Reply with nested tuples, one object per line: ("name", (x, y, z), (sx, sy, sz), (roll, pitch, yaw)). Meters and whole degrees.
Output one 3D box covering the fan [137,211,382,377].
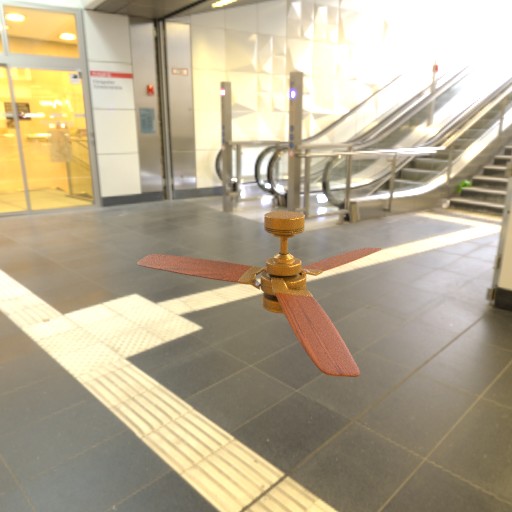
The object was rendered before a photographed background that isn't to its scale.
("fan", (0.000, 0.000, 2.049), (1.271, 0.425, 1.416), (8, 18, 25))
